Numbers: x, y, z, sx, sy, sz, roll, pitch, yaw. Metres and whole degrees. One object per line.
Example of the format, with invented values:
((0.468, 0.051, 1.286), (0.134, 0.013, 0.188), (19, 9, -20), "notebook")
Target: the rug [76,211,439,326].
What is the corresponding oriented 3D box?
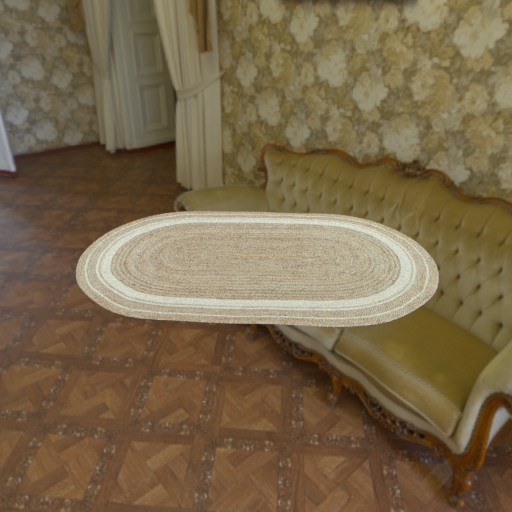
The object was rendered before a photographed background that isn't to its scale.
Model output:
((0.000, 0.000, 3.084), (2.432, 0.006, 1.520), (2, 29, 3), "rug")
